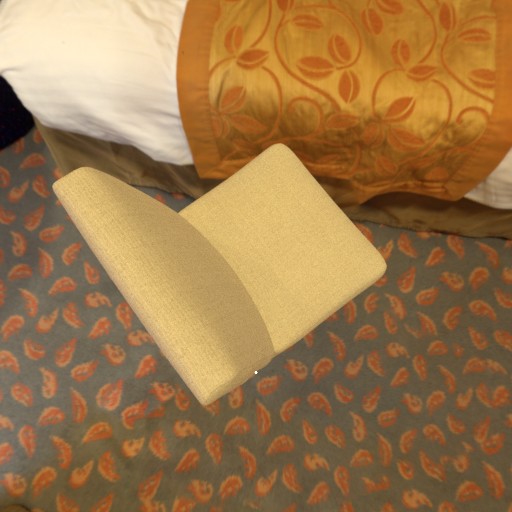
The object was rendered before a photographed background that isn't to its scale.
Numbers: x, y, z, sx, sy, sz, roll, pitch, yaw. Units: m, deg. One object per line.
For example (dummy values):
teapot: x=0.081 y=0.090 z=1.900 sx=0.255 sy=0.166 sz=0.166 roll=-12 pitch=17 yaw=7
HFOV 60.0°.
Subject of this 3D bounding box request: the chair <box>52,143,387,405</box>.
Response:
chair: x=0.000 y=0.000 z=1.215 sx=0.586 sy=0.911 sz=0.507 roll=-36 pitch=78 yaw=-9
